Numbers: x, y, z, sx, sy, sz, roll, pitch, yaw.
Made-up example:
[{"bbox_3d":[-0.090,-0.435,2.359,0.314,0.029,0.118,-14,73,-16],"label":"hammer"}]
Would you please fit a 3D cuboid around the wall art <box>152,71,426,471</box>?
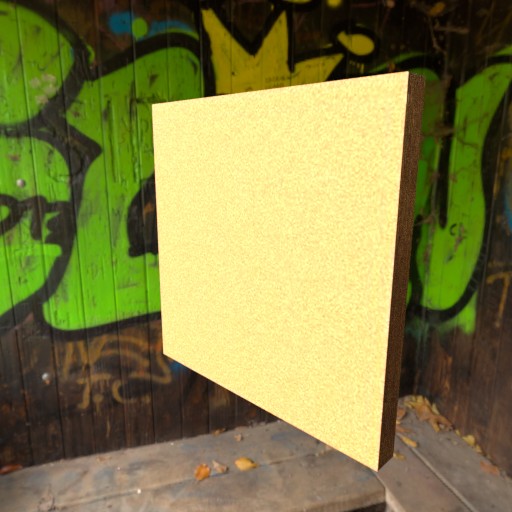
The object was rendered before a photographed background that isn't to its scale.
[{"bbox_3d":[0.000,0.000,0.581,0.406,0.403,0.039,13,18,43],"label":"wall art"}]
